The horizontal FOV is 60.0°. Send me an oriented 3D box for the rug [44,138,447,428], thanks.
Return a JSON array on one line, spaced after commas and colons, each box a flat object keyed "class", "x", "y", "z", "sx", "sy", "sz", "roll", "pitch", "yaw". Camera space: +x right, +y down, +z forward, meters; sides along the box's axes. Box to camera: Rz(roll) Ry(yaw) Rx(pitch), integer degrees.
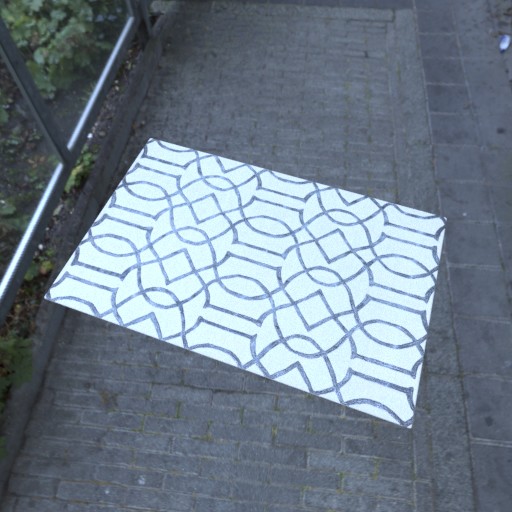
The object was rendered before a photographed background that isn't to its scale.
[{"class": "rug", "x": 0.000, "y": 0.000, "z": 3.019, "sx": 2.365, "sy": 0.017, "sz": 1.521, "roll": 17, "pitch": 61, "yaw": 10}]
